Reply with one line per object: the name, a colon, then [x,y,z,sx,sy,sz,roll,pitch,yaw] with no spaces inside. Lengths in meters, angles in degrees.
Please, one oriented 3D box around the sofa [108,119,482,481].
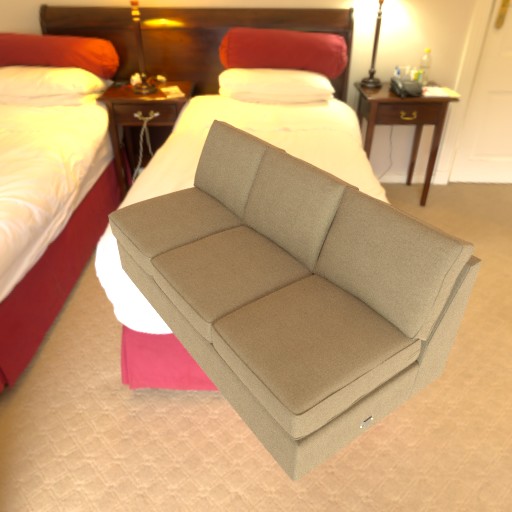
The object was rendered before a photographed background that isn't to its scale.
sofa: [0.000,0.000,2.675,1.127,1.036,2.092,-22,39,-29]
